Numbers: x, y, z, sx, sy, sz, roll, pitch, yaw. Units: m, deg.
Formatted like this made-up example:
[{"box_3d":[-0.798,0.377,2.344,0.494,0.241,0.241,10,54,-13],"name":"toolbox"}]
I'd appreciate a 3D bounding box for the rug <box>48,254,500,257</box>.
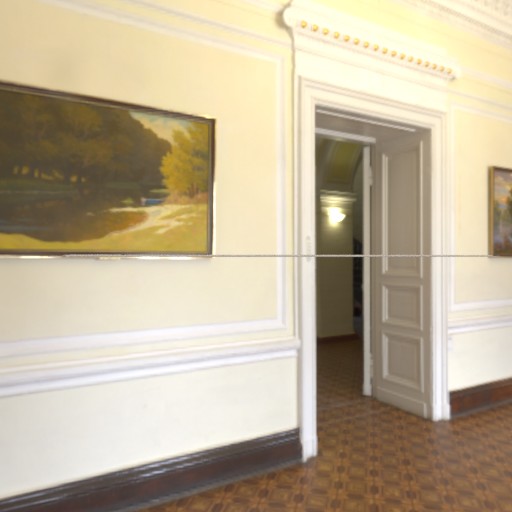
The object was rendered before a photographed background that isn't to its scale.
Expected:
[{"box_3d":[0.000,0.000,3.941,3.051,0.013,2.380,0,0,-17],"name":"rug"}]
